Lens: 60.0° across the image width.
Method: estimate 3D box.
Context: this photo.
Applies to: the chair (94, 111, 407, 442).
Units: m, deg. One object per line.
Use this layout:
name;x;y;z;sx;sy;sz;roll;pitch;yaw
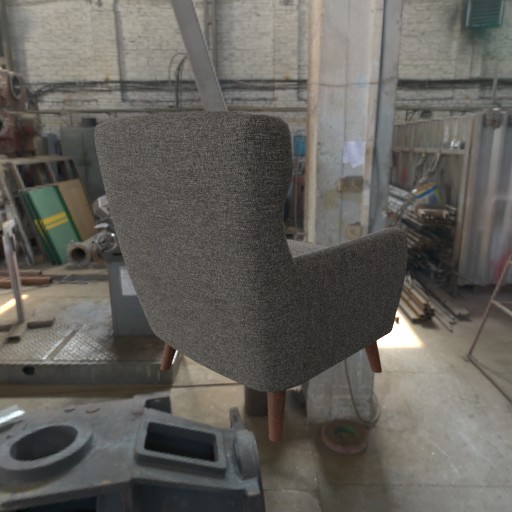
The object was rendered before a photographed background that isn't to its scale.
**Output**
chair;0.000;0.000;1.758;0.940;1.039;0.889;-14;20;-43
